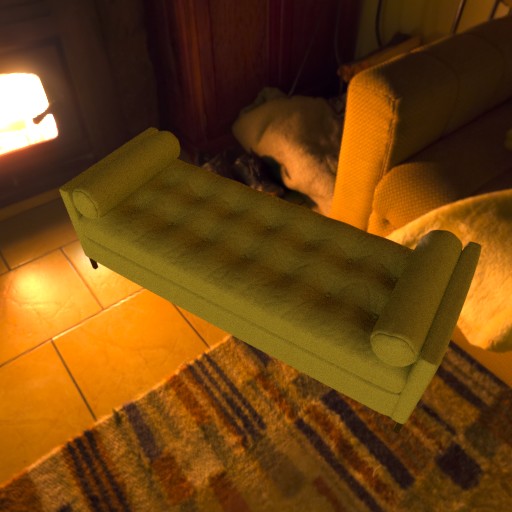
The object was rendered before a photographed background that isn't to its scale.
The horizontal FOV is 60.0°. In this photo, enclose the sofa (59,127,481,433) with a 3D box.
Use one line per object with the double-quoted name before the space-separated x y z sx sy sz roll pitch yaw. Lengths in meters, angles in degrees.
"sofa" 0.000 0.000 2.479 2.102 0.705 0.796 24 51 21
